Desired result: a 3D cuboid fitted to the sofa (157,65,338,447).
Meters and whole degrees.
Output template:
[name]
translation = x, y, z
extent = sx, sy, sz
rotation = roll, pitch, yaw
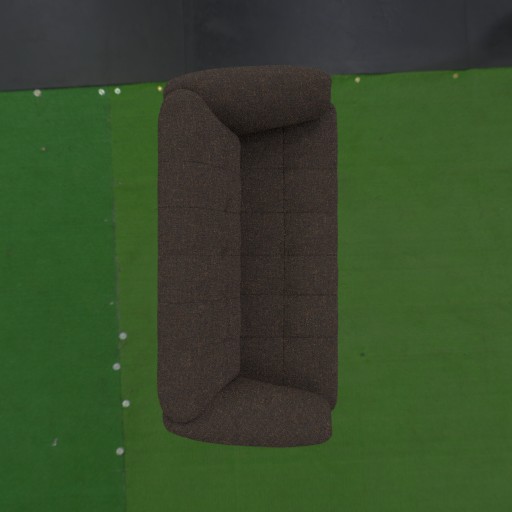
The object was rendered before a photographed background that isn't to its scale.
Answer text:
[sofa]
translation = 0.000, 0.000, 2.334
extent = 0.887, 0.790, 1.849
rotation = 0, 89, 0
